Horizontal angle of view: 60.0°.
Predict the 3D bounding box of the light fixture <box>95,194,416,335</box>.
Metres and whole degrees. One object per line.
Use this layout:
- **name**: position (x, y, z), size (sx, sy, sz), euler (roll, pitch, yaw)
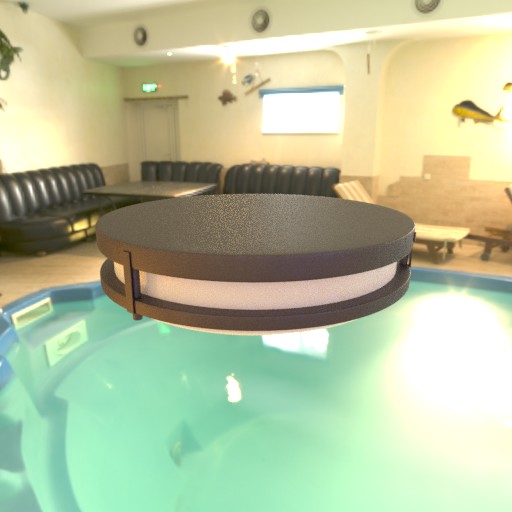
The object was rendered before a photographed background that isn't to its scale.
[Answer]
- **light fixture**: position (0.000, 0.000, 0.532), size (0.356, 0.102, 0.356), euler (0, 16, 0)
